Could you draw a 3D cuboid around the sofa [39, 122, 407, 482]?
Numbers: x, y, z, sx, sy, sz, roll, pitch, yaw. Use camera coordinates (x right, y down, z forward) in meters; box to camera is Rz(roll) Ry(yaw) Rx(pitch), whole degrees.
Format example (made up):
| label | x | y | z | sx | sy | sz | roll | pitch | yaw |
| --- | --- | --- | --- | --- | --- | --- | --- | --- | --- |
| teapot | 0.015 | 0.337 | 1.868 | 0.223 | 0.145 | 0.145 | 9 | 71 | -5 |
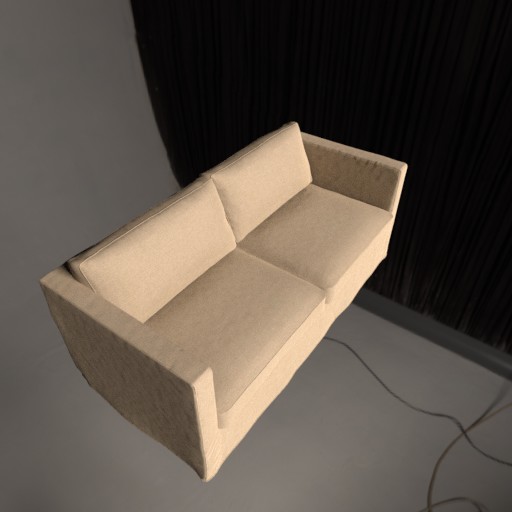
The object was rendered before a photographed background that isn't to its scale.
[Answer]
| label | x | y | z | sx | sy | sz | roll | pitch | yaw |
| --- | --- | --- | --- | --- | --- | --- | --- | --- | --- |
| sofa | 0.000 | 0.000 | 2.501 | 0.956 | 0.847 | 1.987 | 25 | 46 | 27 |
